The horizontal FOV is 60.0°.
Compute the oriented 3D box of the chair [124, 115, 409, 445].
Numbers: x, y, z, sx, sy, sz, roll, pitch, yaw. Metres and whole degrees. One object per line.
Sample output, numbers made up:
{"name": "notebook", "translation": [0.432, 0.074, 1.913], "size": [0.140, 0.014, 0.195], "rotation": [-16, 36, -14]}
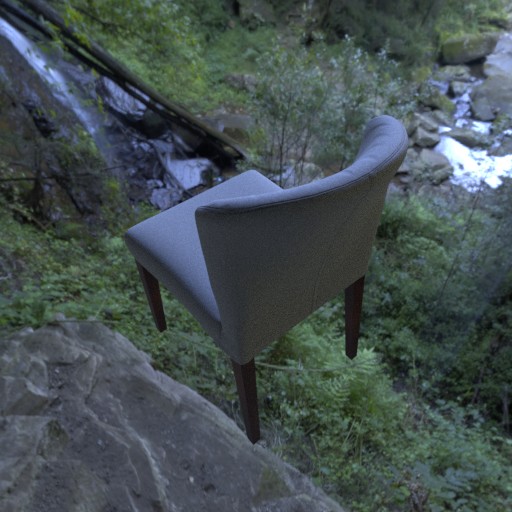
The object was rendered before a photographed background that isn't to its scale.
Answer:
{"name": "chair", "translation": [0.000, 0.000, 1.171], "size": [0.491, 0.839, 0.592], "rotation": [-32, 53, -27]}
